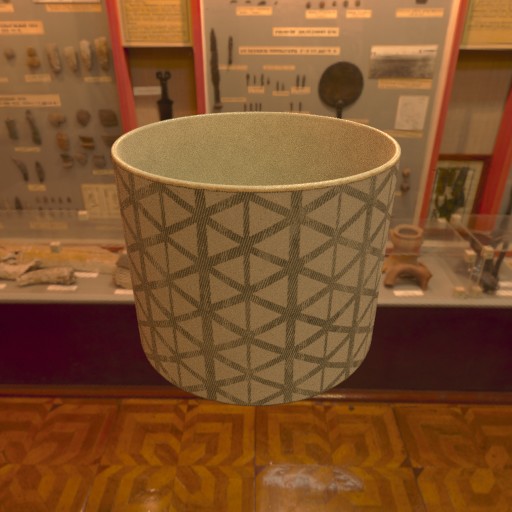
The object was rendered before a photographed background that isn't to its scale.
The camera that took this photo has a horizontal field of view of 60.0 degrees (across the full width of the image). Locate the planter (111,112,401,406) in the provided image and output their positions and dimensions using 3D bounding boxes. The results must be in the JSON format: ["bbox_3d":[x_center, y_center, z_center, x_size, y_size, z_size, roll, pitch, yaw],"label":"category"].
[{"bbox_3d":[0.000,0.000,0.345,0.190,0.181,0.190,0,29,0],"label":"planter"}]
